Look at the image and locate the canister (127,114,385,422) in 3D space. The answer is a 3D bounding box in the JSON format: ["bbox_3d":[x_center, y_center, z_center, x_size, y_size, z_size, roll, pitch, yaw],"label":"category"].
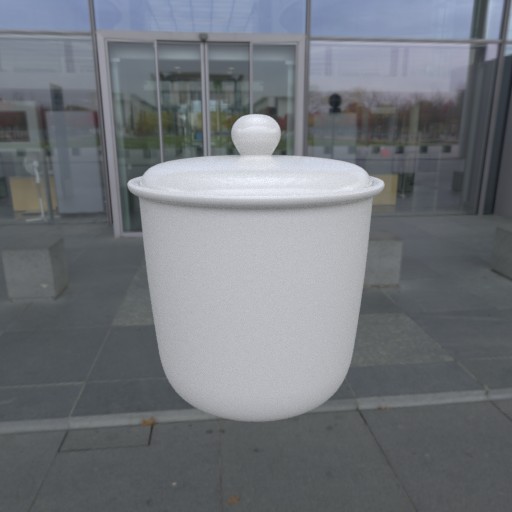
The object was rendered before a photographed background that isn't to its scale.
[{"bbox_3d":[0.000,0.000,0.341,0.182,0.208,0.182,0,16,0],"label":"canister"}]
